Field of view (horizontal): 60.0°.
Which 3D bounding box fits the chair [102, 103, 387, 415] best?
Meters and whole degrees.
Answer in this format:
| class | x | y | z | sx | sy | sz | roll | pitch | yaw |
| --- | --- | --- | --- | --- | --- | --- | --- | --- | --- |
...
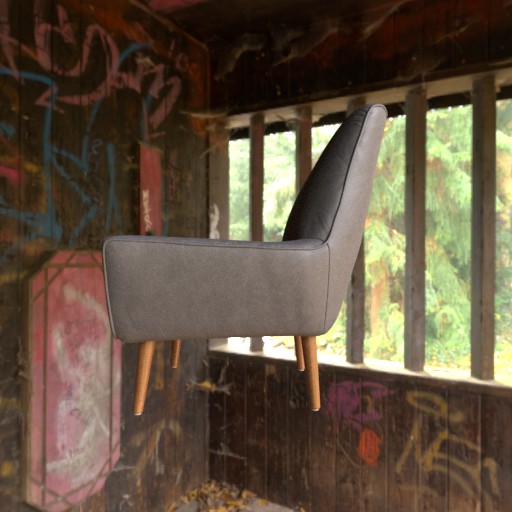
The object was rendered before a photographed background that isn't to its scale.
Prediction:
| class | x | y | z | sx | sy | sz | roll | pitch | yaw |
| --- | --- | --- | --- | --- | --- | --- | --- | --- | --- |
| chair | 0.000 | 0.000 | 1.502 | 0.822 | 0.888 | 0.787 | 0 | 0 | 1 |
